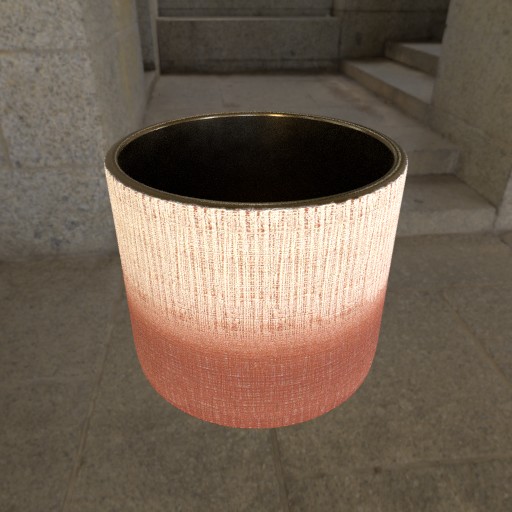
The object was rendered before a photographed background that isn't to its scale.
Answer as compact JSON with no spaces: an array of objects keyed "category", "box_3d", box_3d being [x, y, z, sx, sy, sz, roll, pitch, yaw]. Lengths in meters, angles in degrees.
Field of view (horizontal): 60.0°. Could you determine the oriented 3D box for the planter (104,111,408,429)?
[{"category":"planter","box_3d":[0.000,0.000,0.435,0.254,0.221,0.254,0,32,0]}]
